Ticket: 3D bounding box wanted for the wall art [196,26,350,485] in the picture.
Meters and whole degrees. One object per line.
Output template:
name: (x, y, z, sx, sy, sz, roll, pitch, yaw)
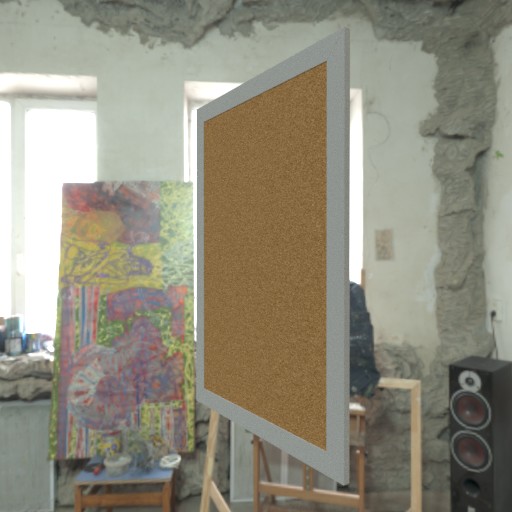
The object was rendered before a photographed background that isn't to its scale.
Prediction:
wall art: (0.000, 0.000, 0.823, 0.011, 0.659, 0.454, 0, 0, -35)
